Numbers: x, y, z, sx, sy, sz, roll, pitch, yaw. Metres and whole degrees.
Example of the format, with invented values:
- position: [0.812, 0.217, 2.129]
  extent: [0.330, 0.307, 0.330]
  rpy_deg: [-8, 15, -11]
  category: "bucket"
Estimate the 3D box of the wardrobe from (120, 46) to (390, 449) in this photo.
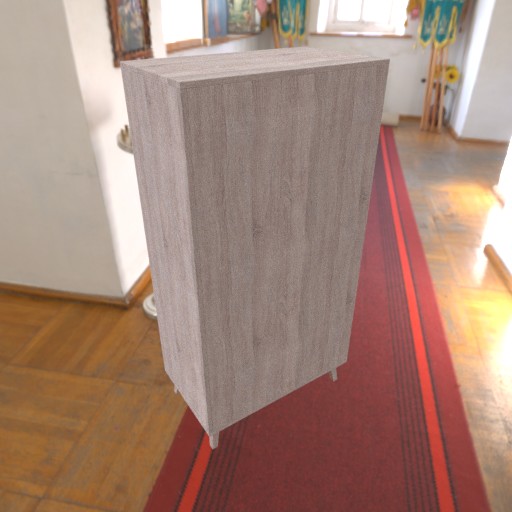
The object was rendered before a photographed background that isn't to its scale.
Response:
- position: [0.000, 0.000, 2.403]
  extent: [1.000, 1.960, 0.600]
  rpy_deg: [-19, 36, -28]
  category: "wardrobe"
